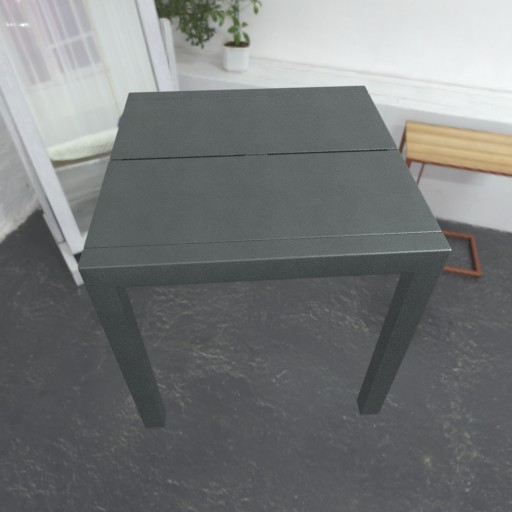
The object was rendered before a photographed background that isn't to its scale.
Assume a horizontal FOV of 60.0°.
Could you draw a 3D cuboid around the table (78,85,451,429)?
[{"bbox_3d":[0.000,0.000,0.953,0.508,0.508,0.508,-3,46,-3],"label":"table"}]
